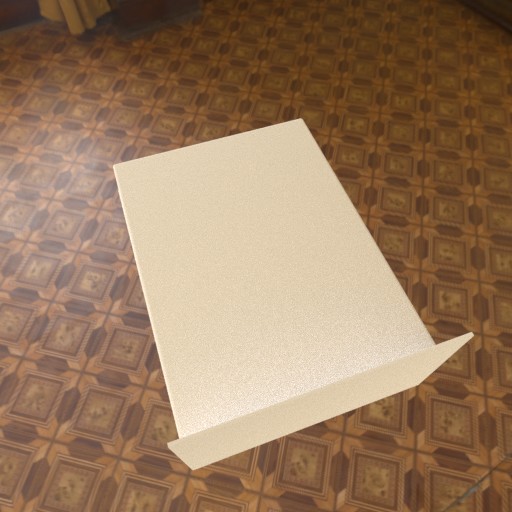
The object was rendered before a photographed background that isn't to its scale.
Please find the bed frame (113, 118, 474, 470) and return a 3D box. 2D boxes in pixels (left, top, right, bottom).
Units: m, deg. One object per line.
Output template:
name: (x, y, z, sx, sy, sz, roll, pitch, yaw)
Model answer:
bed frame: (0.000, 0.000, 2.671, 1.400, 0.800, 1.900, -17, 60, -10)
